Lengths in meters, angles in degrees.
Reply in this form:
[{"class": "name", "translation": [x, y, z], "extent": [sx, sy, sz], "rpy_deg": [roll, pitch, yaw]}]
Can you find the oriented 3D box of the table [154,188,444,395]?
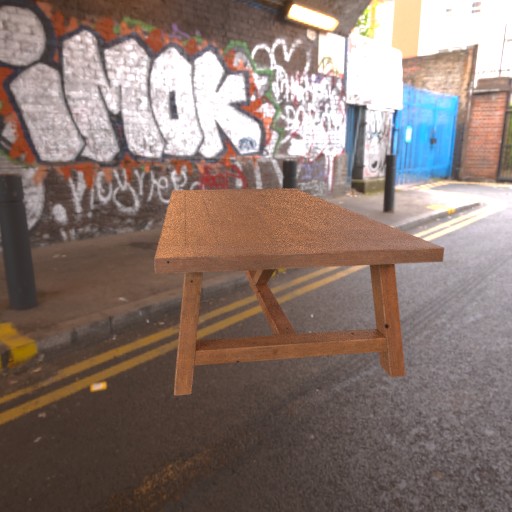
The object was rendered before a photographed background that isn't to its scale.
[{"class": "table", "translation": [0.000, 0.000, 2.136], "extent": [0.820, 0.465, 1.800], "rpy_deg": [-2, 14, -9]}]
